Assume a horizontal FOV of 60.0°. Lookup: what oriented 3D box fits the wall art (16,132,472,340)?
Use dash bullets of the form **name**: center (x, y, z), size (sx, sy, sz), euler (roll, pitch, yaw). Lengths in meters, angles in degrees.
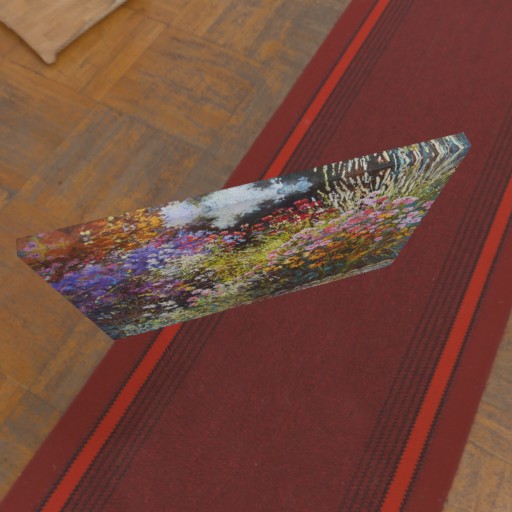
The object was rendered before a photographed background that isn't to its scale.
- **wall art**: center (0.000, 0.000, 1.135), size (0.908, 0.604, 0.037), euler (-15, 66, -7)
